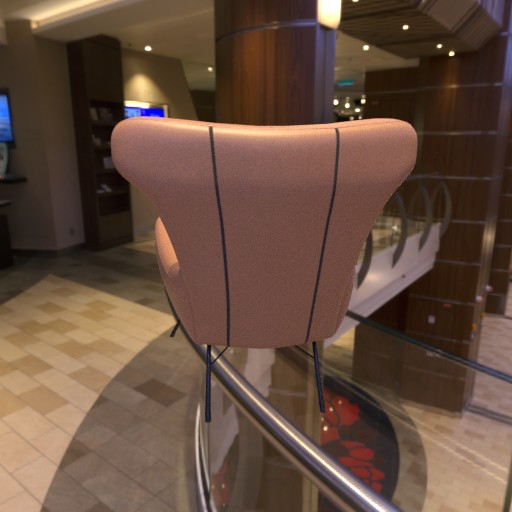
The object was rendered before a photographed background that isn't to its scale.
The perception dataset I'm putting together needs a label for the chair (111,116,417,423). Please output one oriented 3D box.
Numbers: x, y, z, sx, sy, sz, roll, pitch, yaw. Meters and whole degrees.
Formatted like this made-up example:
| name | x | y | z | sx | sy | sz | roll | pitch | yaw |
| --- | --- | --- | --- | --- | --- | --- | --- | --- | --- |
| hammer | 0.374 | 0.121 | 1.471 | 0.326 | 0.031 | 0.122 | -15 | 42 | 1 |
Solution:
| name | x | y | z | sx | sy | sz | roll | pitch | yaw |
| --- | --- | --- | --- | --- | --- | --- | --- | --- | --- |
| chair | 0.000 | 0.000 | 1.805 | 0.980 | 1.050 | 0.900 | -2 | 14 | -8 |
